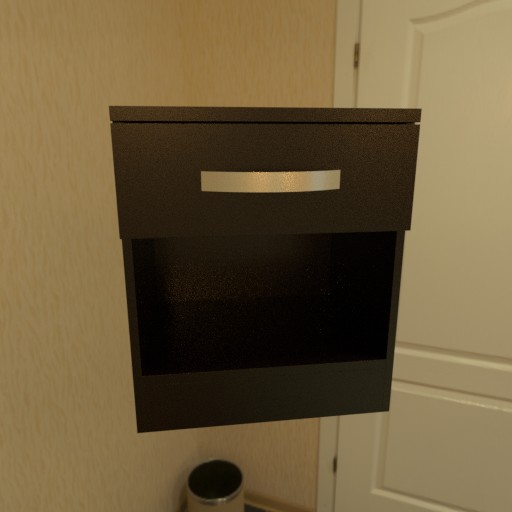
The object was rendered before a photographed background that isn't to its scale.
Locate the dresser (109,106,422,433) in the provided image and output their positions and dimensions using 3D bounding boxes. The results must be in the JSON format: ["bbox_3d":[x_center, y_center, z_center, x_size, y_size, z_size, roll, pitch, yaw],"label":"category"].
[{"bbox_3d":[0.000,0.000,0.766,0.400,0.470,0.360,-2,15,-8],"label":"dresser"}]
